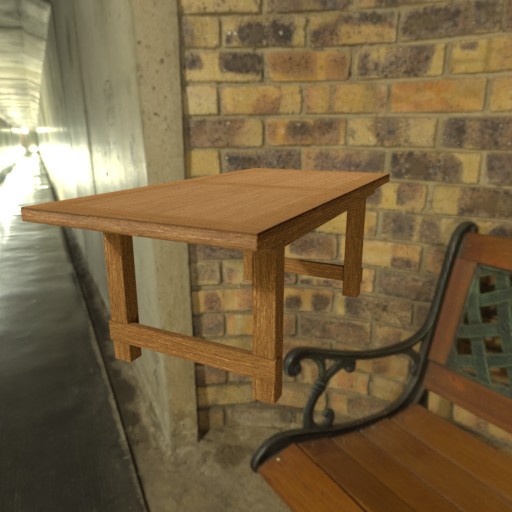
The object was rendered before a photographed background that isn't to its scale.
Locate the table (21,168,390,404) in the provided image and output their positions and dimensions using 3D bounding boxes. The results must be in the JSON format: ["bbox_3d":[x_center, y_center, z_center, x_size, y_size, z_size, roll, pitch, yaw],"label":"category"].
[{"bbox_3d":[0.000,0.000,2.411,1.000,0.762,1.982,8,18,26],"label":"table"}]
